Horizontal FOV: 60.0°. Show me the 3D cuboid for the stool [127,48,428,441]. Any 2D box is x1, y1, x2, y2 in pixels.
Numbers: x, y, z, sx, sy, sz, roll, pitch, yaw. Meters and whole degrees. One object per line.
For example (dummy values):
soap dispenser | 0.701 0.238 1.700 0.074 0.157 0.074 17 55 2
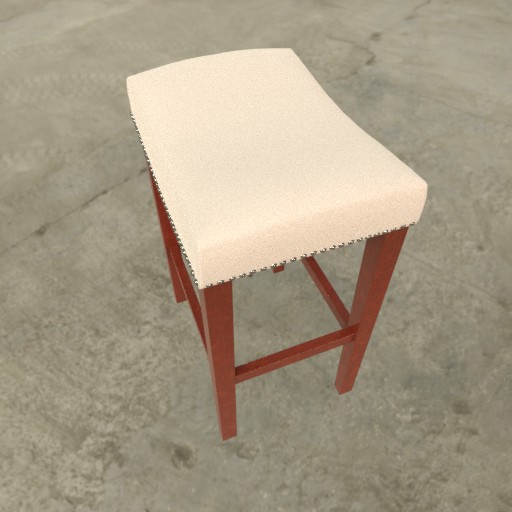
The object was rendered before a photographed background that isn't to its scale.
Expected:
stool | 0.000 0.000 1.016 0.372 0.742 0.504 -16 51 -14
